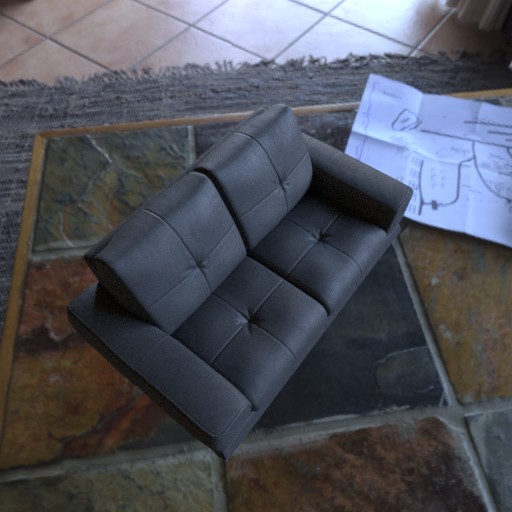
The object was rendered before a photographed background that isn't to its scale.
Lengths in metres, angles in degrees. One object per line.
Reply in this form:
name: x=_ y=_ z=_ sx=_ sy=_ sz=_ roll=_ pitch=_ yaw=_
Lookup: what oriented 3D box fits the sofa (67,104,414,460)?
sofa: x=0.000 y=0.000 z=2.433 sx=1.018 sy=0.907 sz=1.806 roll=33 pitch=63 yaw=20
